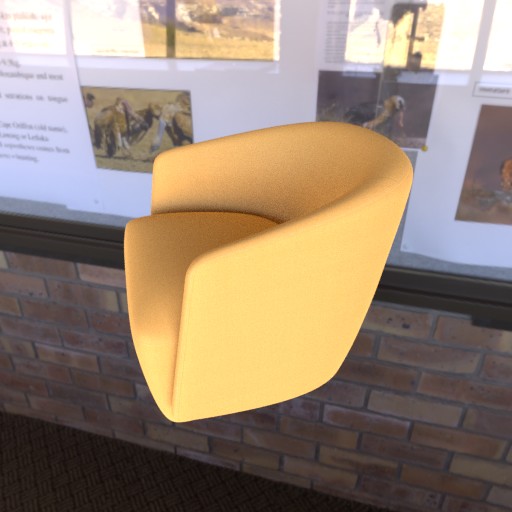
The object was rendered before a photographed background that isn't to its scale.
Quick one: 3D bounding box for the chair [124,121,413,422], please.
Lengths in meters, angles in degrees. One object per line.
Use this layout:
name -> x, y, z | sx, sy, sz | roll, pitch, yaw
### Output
chair -> 0.000, 0.000, 1.339 | 0.767, 0.698, 0.773 | -8, 30, -14
